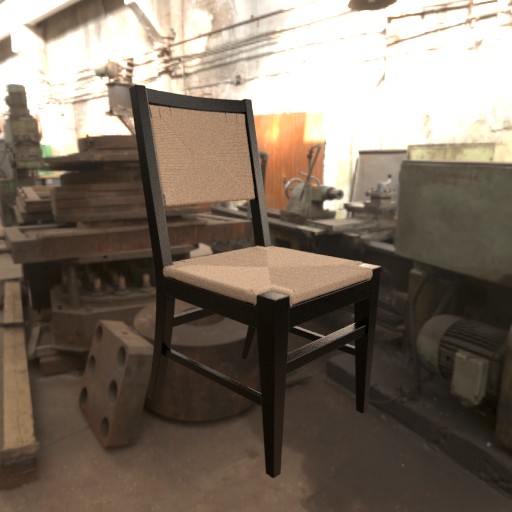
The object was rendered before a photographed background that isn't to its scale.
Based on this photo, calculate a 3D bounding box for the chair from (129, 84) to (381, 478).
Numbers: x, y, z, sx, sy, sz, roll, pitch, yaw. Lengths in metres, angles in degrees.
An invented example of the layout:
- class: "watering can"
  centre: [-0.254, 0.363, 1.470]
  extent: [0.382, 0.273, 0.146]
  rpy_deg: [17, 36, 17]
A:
- class: "chair"
  centre: [0.000, 0.000, 1.258]
  extent: [0.437, 0.927, 0.552]
  rpy_deg: [-12, 17, -44]
